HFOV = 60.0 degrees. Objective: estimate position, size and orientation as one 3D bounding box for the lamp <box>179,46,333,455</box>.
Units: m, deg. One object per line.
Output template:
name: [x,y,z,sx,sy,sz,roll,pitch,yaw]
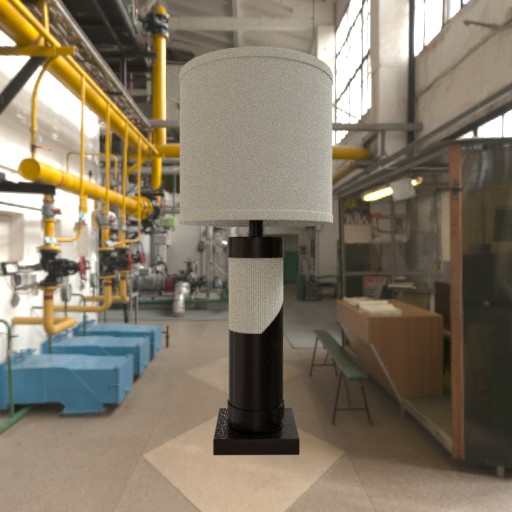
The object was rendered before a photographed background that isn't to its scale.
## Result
lamp: [0.000,0.000,0.618,0.211,0.509,0.211,0,1,-1]
